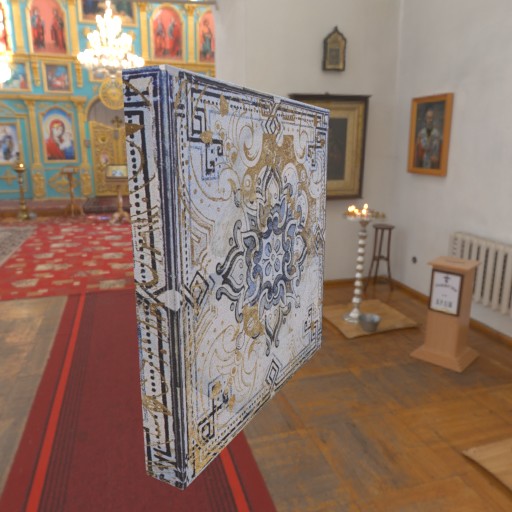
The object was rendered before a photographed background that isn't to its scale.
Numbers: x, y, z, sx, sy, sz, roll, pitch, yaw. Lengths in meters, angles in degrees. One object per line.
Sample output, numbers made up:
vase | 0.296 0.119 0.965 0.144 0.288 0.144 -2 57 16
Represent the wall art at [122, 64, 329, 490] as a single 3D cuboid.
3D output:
wall art | 0.000 0.000 0.445 0.038 0.306 0.302 7 14 28
